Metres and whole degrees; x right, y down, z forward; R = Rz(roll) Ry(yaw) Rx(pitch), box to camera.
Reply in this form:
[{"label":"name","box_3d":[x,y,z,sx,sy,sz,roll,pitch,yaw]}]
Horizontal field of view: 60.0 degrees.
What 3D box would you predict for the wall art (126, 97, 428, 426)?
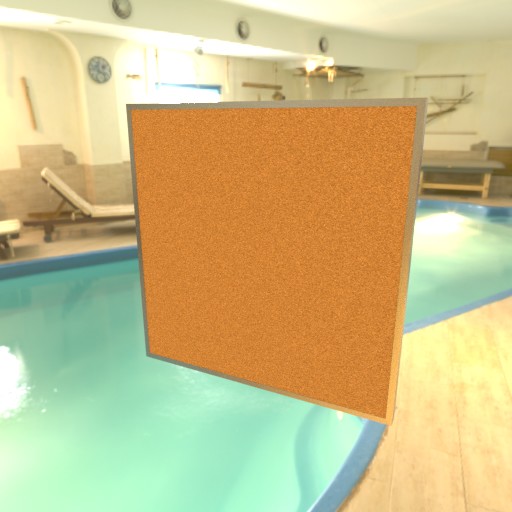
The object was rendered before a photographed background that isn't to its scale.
[{"label":"wall art","box_3d":[0.000,0.000,1.223,0.806,0.806,0.038,8,19,25]}]
